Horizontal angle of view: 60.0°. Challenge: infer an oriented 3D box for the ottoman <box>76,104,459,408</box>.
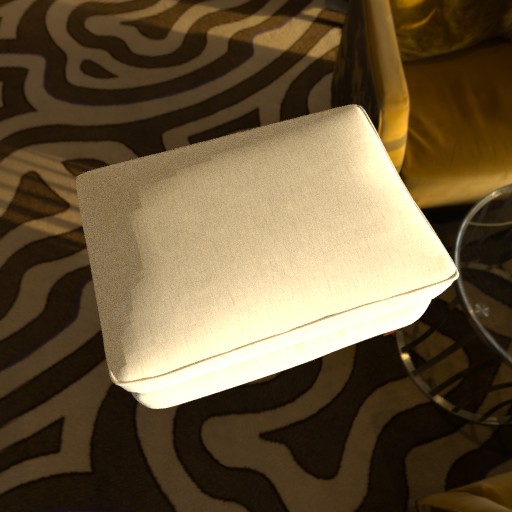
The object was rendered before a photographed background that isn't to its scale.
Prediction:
[{"bbox_3d":[0.000,0.000,0.997,0.665,0.406,0.501,-16,65,-8],"label":"ottoman"}]
